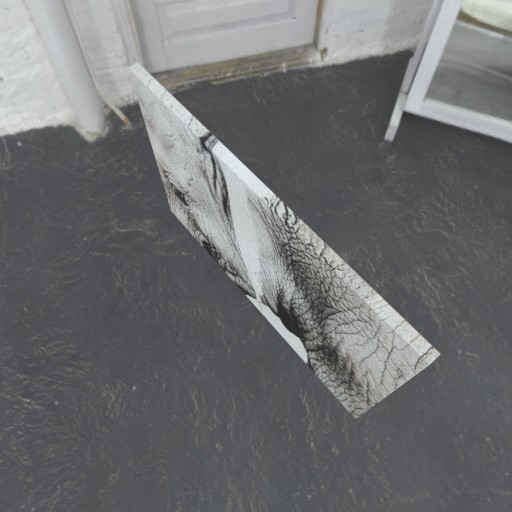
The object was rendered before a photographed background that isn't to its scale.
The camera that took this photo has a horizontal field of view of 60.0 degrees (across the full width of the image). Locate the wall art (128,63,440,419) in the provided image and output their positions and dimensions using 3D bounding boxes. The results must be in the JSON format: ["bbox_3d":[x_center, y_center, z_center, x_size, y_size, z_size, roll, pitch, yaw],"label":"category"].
[{"bbox_3d":[0.000,0.000,1.441,0.035,0.758,1.141,-36,68,-17],"label":"wall art"}]
